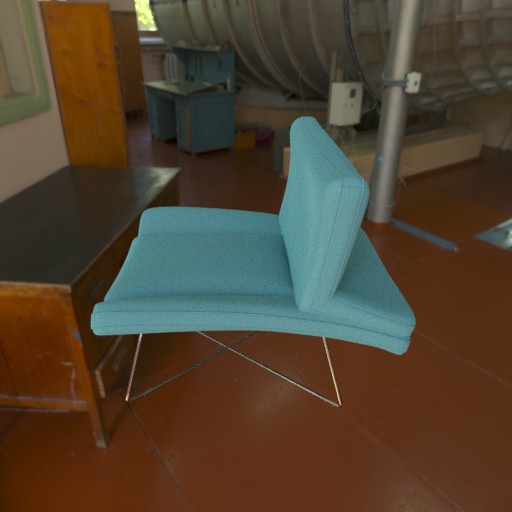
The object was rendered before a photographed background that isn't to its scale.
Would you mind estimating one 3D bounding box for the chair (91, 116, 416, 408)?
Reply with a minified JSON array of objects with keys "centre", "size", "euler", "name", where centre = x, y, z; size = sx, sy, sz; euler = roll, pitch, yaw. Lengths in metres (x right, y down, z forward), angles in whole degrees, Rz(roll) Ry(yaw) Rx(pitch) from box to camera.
[{"centre":[0.000,0.000,1.640],"size":[1.008,0.855,0.859],"euler":[-1,28,-2],"name":"chair"}]
